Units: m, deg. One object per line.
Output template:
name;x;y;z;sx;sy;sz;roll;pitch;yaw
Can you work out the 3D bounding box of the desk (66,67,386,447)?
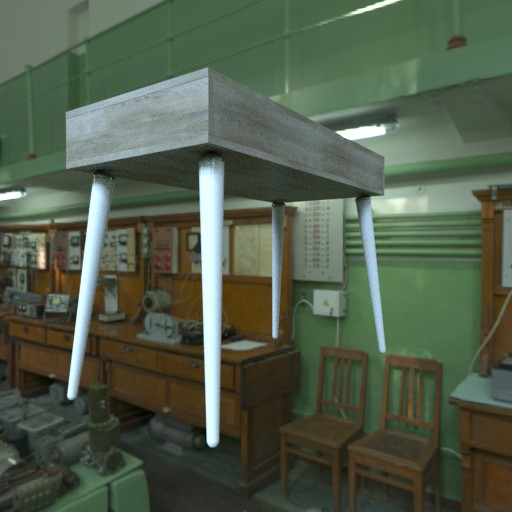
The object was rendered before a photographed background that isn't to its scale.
desk;0.000;0.000;1.373;0.491;0.723;0.979;0;1;35
